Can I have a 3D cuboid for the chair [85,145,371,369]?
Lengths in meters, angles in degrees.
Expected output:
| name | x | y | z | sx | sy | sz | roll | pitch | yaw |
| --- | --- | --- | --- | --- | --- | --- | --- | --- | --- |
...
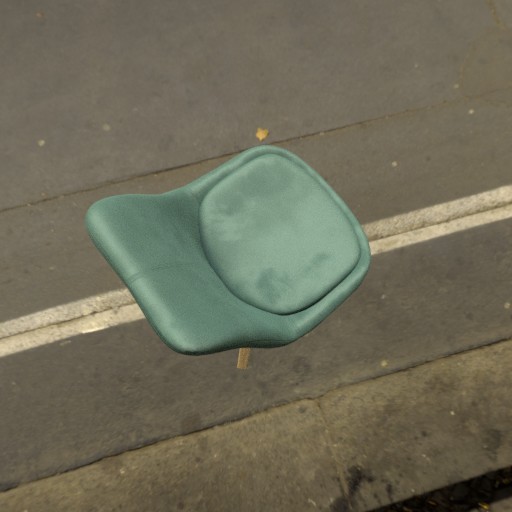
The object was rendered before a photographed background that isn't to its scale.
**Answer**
| name | x | y | z | sx | sy | sz | roll | pitch | yaw |
| --- | --- | --- | --- | --- | --- | --- | --- | --- | --- |
| chair | 0.000 | 0.000 | 1.176 | 0.547 | 0.865 | 0.483 | -36 | 78 | -9 |
